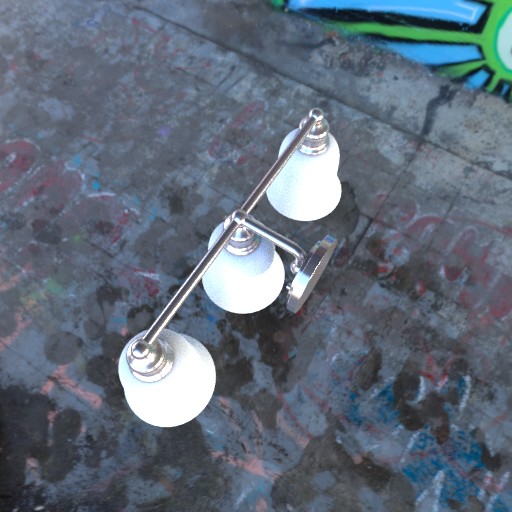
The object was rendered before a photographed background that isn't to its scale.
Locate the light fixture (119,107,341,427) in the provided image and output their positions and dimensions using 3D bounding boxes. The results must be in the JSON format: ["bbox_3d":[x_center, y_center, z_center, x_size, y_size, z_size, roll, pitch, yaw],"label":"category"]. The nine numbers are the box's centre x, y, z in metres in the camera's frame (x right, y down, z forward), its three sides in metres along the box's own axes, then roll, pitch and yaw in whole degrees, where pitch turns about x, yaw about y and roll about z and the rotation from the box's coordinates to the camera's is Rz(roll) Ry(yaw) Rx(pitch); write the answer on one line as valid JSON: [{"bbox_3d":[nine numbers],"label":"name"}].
[{"bbox_3d":[0.000,0.000,0.678,0.198,0.211,0.570,30,69,13],"label":"light fixture"}]
